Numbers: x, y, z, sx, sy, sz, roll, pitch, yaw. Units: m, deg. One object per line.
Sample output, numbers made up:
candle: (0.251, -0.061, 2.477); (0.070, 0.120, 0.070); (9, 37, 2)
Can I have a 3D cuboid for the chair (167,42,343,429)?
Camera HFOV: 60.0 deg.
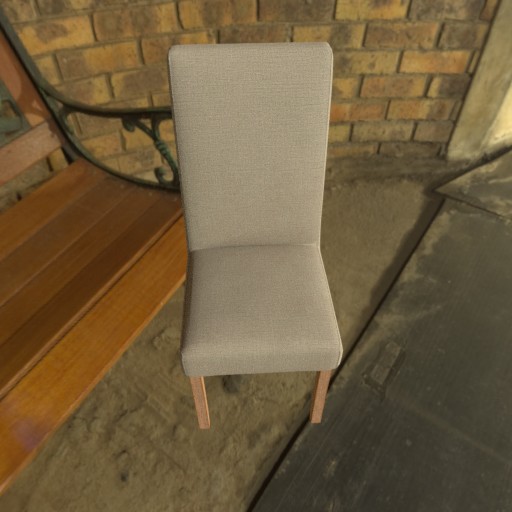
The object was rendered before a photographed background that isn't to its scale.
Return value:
chair: (0.000, 0.000, 1.340); (0.450, 1.033, 0.611); (-2, 46, -2)
